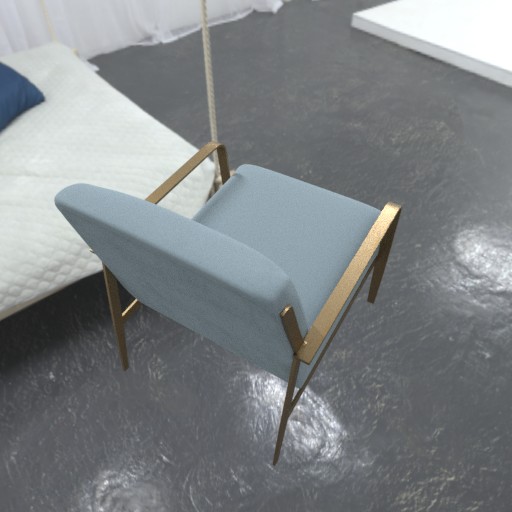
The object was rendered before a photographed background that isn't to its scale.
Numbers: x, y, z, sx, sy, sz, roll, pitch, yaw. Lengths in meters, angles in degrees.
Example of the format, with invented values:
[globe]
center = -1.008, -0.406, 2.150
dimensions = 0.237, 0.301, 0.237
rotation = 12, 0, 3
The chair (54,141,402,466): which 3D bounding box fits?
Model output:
[chair]
center = 0.000, 0.000, 1.431
dimensions = 0.701, 0.824, 0.842
rotation = 24, 50, 21
